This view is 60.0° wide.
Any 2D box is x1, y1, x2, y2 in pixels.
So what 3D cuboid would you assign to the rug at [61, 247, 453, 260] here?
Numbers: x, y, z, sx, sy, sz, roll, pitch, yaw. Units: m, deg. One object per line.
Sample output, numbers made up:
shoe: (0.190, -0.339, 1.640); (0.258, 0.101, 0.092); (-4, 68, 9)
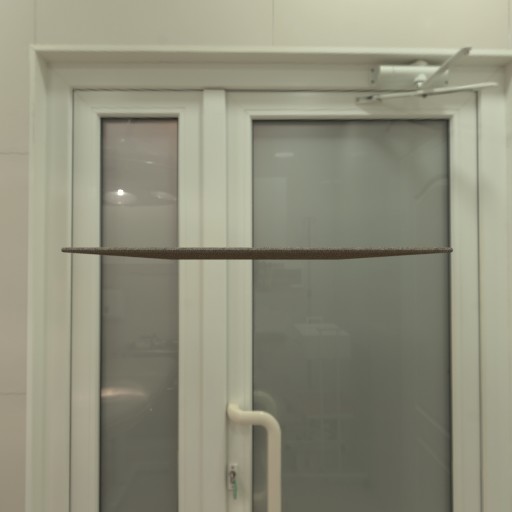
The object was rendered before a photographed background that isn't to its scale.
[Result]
rug: (0.000, 0.000, 2.287); (1.219, 0.016, 1.829); (0, -1, 0)
